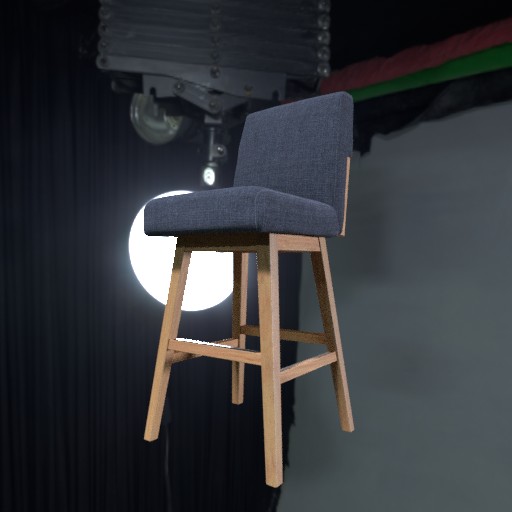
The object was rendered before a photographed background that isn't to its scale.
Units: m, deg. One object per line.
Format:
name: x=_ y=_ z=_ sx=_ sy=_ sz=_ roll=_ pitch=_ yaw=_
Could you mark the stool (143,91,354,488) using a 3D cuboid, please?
stool: x=0.000 y=0.000 z=1.399 sx=0.483 sy=1.112 sz=0.570 roll=0 pitch=0 yaw=36
